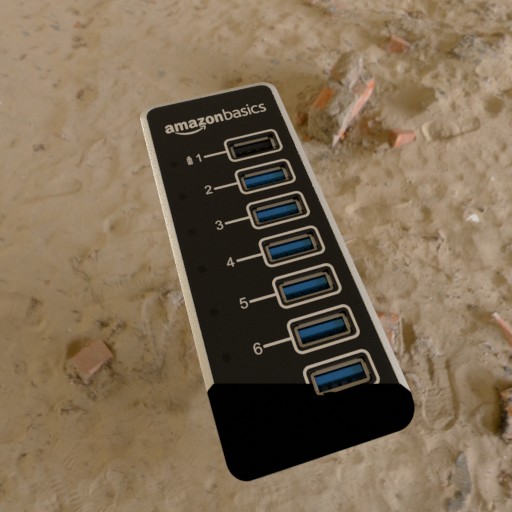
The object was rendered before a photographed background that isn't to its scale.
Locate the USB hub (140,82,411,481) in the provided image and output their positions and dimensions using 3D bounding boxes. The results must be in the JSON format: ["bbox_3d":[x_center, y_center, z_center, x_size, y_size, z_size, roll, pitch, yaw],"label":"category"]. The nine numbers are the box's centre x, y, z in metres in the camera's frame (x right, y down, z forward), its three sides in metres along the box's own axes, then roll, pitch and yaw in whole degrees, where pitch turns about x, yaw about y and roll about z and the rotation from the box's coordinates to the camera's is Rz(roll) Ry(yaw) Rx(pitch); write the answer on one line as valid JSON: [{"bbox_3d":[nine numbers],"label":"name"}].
[{"bbox_3d":[0.000,0.000,0.127,0.044,0.023,0.110,-15,64,-7],"label":"USB hub"}]
